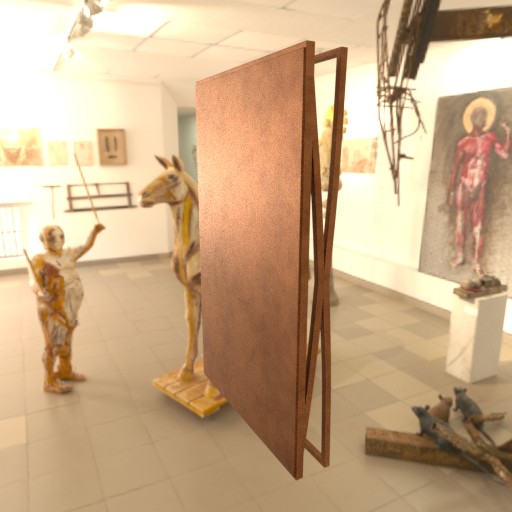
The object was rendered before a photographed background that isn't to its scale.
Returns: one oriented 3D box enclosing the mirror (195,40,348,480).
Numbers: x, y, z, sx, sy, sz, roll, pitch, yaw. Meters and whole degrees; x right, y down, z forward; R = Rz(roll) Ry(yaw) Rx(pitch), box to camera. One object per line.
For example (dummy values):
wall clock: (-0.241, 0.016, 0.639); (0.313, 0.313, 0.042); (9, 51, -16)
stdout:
mirror: (0.000, 0.000, 0.968); (0.082, 0.768, 0.468); (-7, 15, -27)
